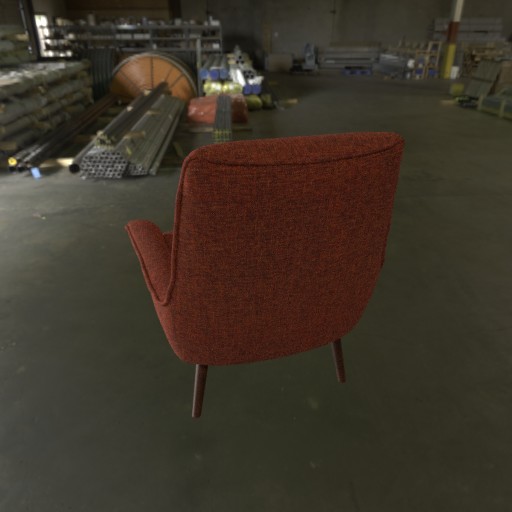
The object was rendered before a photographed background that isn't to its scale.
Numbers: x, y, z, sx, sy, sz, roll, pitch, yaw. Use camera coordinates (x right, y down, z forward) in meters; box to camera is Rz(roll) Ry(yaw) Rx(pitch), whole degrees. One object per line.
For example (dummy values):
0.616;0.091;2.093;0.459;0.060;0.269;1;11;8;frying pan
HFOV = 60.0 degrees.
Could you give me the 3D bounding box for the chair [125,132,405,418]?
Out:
0.000;0.000;1.472;0.803;0.911;0.784;-8;28;-16;chair
